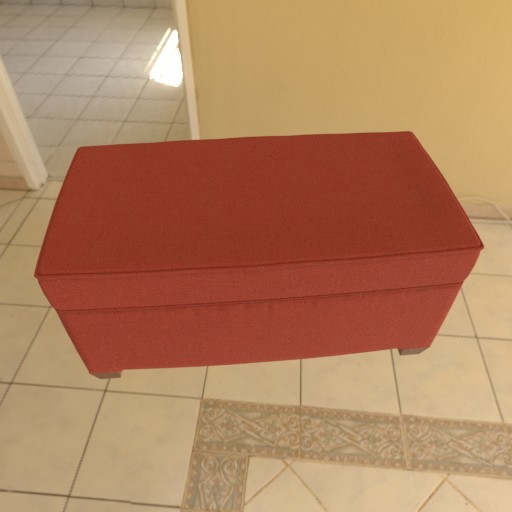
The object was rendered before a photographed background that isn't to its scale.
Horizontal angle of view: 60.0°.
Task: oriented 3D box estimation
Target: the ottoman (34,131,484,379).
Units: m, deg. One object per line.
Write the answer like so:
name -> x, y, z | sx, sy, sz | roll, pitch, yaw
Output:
ottoman -> 0.000, 0.000, 1.216 | 0.948, 0.454, 0.497 | -4, 46, -3
